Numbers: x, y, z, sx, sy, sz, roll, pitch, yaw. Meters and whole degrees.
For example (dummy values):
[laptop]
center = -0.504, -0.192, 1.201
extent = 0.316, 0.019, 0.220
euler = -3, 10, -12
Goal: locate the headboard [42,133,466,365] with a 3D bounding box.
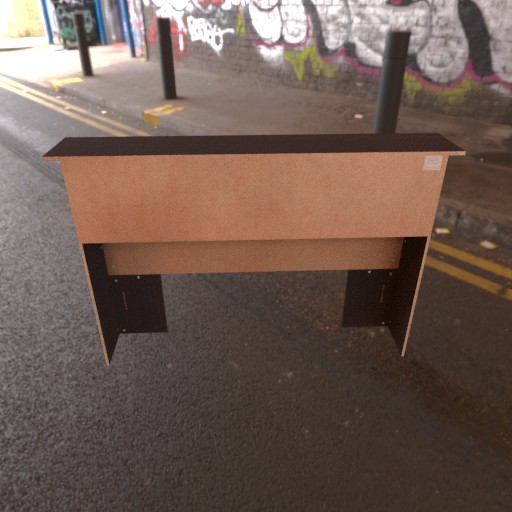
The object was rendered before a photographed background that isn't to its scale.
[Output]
[headboard]
center = 0.000, 0.000, 2.139
extent = 1.671, 1.092, 0.279
euler = -1, 30, -2
